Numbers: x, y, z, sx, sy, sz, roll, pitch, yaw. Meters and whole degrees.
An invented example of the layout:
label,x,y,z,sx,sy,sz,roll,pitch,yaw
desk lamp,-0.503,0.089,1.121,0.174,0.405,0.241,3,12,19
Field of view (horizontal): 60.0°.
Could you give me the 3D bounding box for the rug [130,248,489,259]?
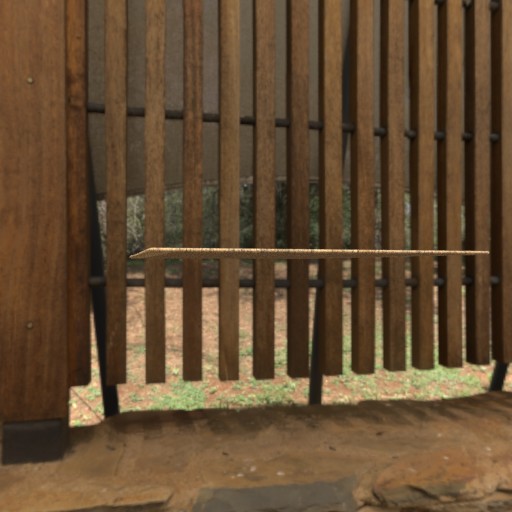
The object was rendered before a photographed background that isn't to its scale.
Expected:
label,x,y,z,sx,sy,sz,roll,pitch,yaw
rug,0.000,0.000,2.336,1.243,0.014,1.846,0,-1,-18
